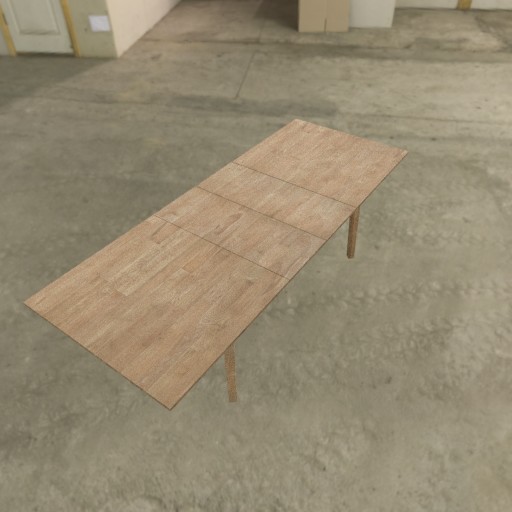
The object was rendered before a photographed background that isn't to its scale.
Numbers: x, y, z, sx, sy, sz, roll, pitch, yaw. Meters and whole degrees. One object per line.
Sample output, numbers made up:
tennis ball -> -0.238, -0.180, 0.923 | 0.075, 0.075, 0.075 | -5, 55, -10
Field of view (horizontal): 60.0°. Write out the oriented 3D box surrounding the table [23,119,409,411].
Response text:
table -> 0.000, 0.000, 3.033 | 1.000, 0.752, 2.603 | 25, 47, 26
